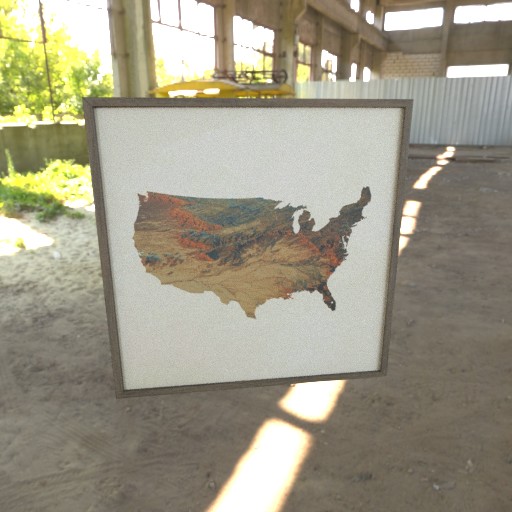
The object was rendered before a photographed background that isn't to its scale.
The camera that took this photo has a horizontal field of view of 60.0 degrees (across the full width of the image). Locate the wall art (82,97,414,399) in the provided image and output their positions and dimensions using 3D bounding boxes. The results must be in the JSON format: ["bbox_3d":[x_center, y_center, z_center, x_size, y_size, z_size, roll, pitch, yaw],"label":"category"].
[{"bbox_3d":[0.000,0.000,0.756,0.508,0.507,0.016,-2,18,-8],"label":"wall art"}]
